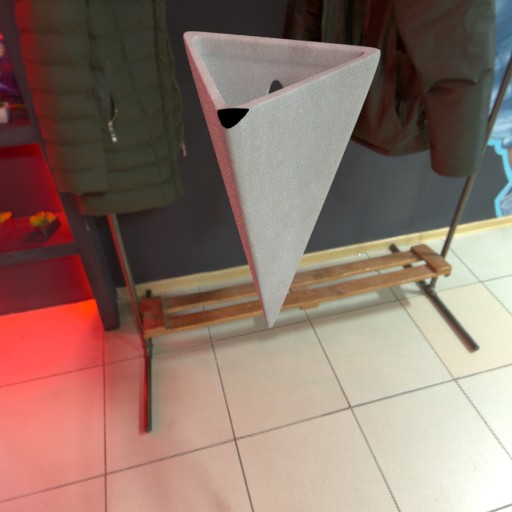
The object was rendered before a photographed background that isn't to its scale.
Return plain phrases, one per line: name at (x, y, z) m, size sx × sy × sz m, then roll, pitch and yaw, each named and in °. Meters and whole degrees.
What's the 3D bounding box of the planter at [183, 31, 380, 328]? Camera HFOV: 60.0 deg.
planter at (0.000, 0.000, 0.155) m, size 0.058 × 0.130 × 0.047 m, roll 12°, pitch 43°, yaw 13°
